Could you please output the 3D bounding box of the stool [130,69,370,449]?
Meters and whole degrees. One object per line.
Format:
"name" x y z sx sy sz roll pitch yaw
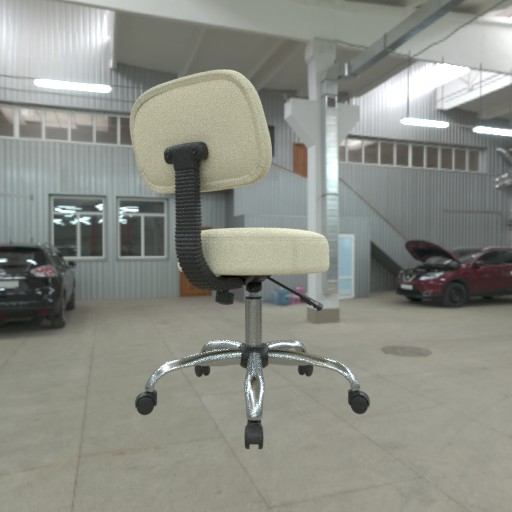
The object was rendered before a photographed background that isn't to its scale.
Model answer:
"stool" 0.000 0.000 1.245 0.609 0.810 0.616 1 1 36
